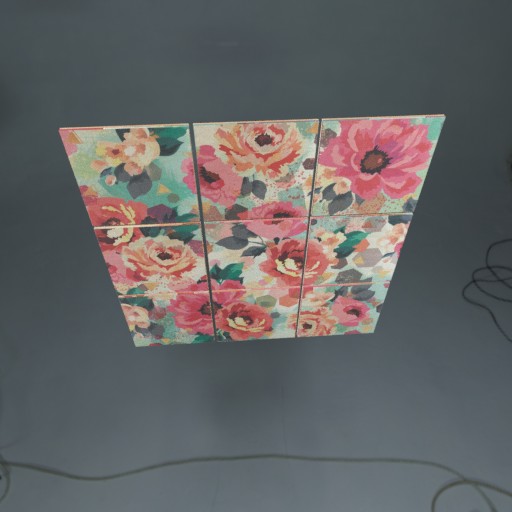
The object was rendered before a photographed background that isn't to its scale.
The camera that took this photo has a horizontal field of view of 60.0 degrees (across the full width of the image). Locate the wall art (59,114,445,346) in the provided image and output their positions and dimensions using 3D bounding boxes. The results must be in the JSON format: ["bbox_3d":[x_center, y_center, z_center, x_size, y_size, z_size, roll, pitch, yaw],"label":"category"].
[{"bbox_3d":[0.000,0.000,1.373,0.911,0.910,0.012,-3,46,-3],"label":"wall art"}]
